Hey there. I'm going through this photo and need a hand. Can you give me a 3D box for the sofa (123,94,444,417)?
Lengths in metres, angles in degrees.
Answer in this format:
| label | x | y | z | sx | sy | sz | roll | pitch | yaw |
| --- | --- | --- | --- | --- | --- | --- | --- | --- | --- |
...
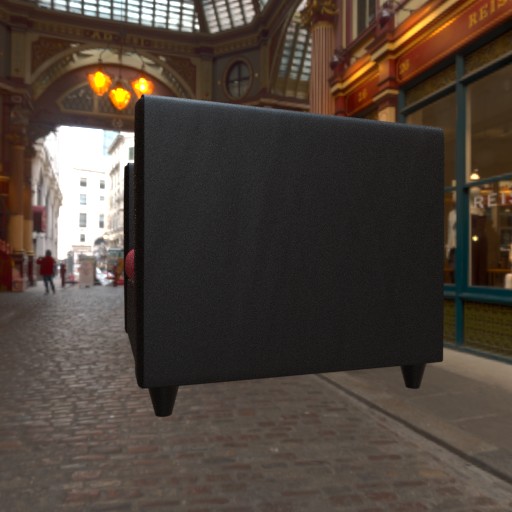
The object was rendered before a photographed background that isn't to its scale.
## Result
| label | x | y | z | sx | sy | sz | roll | pitch | yaw |
| --- | --- | --- | --- | --- | --- | --- | --- | --- | --- |
| sofa | 0.000 | 0.000 | 1.450 | 0.809 | 0.724 | 0.839 | 0 | 0 | -18 |
